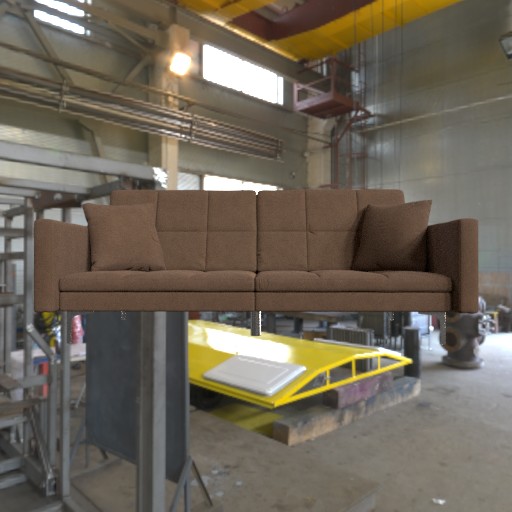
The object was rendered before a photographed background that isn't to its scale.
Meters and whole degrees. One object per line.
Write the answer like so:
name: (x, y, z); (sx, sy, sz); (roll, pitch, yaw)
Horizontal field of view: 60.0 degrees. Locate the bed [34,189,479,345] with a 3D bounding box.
bed: (0.000, 0.000, 2.323); (1.905, 0.787, 0.889); (0, 0, 1)
